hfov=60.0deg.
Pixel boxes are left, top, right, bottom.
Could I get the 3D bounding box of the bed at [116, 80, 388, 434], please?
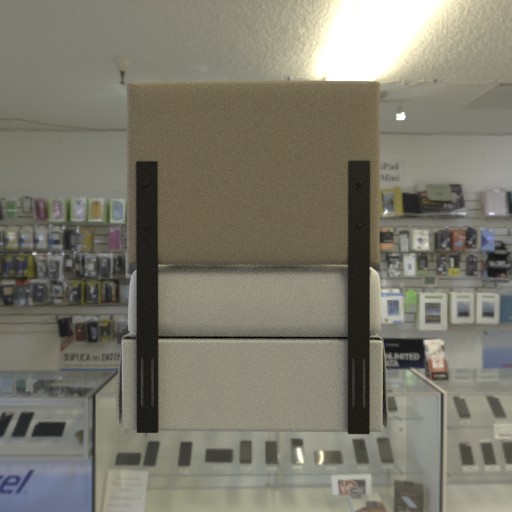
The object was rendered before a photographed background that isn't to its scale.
[{"bbox_3d":[0.000,0.000,2.948,1.261,1.571,1.997,0,0,1],"label":"bed"}]
